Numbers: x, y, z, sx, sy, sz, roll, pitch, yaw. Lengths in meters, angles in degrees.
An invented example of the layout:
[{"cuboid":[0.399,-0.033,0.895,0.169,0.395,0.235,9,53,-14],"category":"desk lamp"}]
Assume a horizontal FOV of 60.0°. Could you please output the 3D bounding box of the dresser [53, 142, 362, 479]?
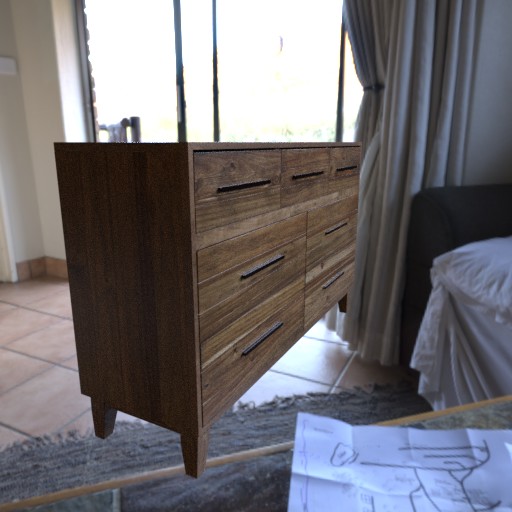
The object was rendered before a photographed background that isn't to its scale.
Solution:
[{"cuboid":[0.000,0.000,1.753,0.446,0.873,1.400,8,16,27],"category":"dresser"}]
